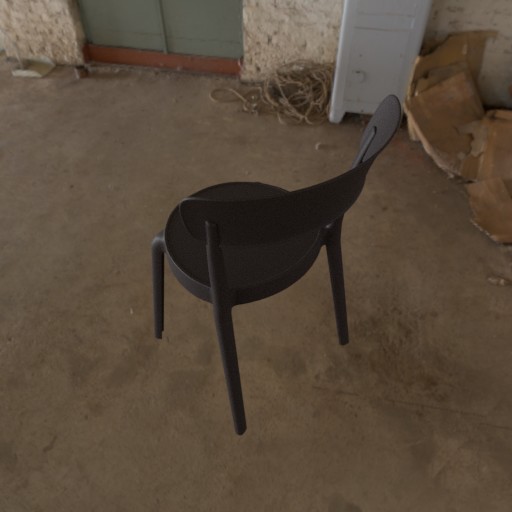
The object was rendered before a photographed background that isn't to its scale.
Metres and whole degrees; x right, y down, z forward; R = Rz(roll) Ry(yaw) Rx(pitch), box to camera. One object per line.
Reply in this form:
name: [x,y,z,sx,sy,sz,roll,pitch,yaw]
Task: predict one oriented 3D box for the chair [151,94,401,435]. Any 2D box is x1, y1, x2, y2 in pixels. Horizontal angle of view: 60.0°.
chair: [0.000,0.000,1.111,0.506,0.790,0.491,-32,54,-27]
